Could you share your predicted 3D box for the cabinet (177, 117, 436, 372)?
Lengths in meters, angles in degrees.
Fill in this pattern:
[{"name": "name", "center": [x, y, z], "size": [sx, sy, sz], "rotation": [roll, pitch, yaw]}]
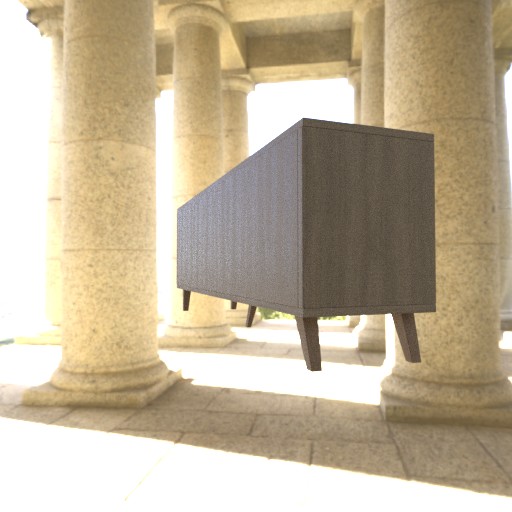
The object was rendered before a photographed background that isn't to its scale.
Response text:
[{"name": "cabinet", "center": [0.000, 0.000, 2.449], "size": [0.499, 0.779, 2.198], "rotation": [1, -2, -20]}]
